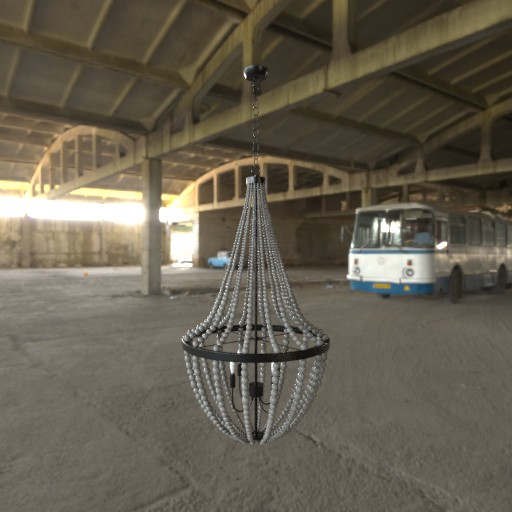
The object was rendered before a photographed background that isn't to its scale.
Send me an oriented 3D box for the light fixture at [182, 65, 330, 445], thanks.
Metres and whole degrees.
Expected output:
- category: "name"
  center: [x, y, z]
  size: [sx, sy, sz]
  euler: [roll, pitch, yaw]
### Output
- category: "light fixture"
  center: [0.000, 0.000, 1.363]
  size: [0.450, 1.133, 0.450]
  euler: [0, 1, 0]
